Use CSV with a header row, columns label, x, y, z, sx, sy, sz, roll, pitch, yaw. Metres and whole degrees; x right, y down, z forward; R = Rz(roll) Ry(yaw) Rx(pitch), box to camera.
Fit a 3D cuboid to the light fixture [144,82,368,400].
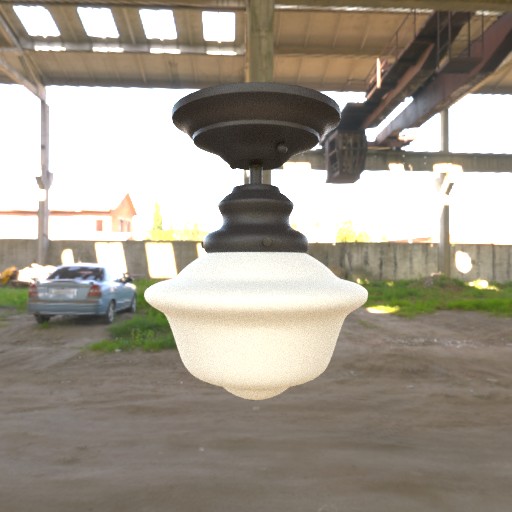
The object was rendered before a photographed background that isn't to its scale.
label,x,y,z,sx,sy,sz,roll,pitch,yaw
light fixture,0.000,0.000,0.400,0.197,0.254,0.197,0,-1,0
